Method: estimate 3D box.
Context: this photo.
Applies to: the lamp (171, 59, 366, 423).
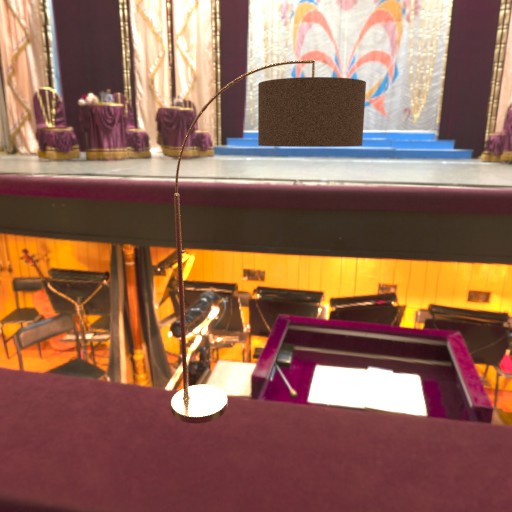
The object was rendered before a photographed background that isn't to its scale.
[{"bbox_3d":[0.000,0.000,2.137,0.934,1.735,0.452,3,16,11],"label":"lamp"}]
